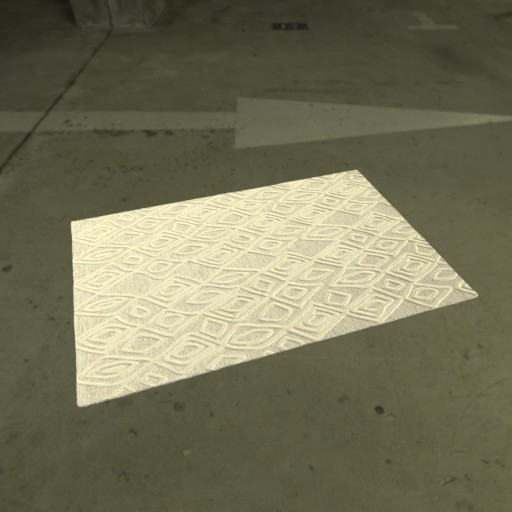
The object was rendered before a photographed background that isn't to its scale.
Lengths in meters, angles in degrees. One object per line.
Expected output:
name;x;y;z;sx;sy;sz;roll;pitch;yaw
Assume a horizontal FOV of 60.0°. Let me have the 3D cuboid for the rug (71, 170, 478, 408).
rug;0.000;0.000;2.321;1.832;0.016;1.224;-12;43;-14
